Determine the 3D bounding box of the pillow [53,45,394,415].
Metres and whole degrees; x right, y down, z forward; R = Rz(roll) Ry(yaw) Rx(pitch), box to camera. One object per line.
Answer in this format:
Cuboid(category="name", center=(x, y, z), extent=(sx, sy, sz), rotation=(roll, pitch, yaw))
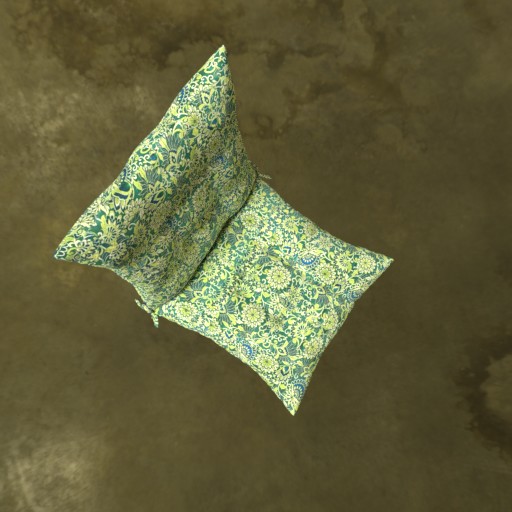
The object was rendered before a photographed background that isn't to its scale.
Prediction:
Cuboid(category="pillow", center=(0.000, 0.000, 1.016), extent=(0.585, 0.536, 0.541), rotation=(34, 78, 8))
